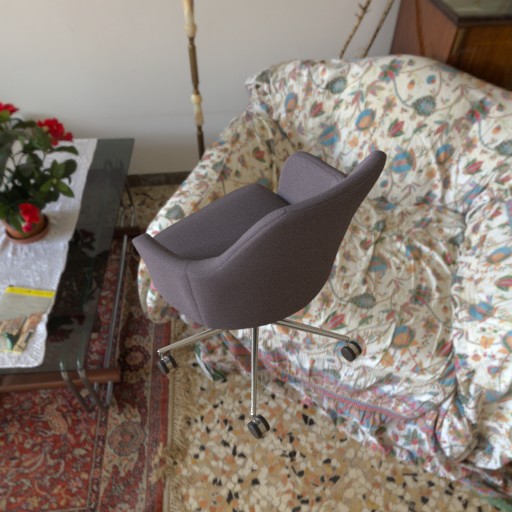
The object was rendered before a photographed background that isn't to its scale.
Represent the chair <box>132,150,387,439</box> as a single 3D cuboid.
[{"bbox_3d":[0.000,0.000,1.266,0.655,0.820,0.600,-33,55,-27],"label":"chair"}]
